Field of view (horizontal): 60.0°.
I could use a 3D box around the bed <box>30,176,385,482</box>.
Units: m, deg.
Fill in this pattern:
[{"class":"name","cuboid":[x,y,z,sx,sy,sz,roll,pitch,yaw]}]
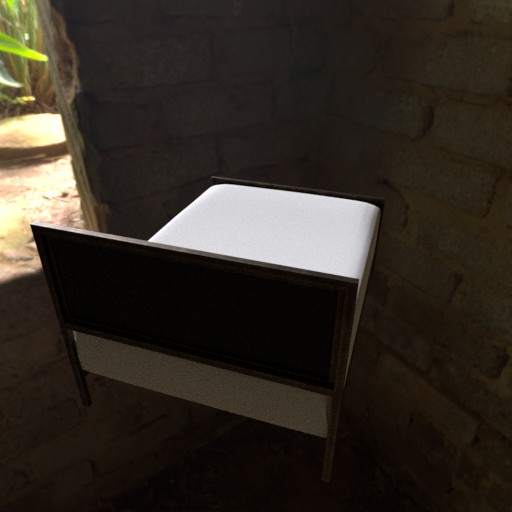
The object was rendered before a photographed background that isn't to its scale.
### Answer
[{"class":"bed","cuboid":[0.000,0.000,3.206,1.607,1.313,2.221,10,32,16]}]
